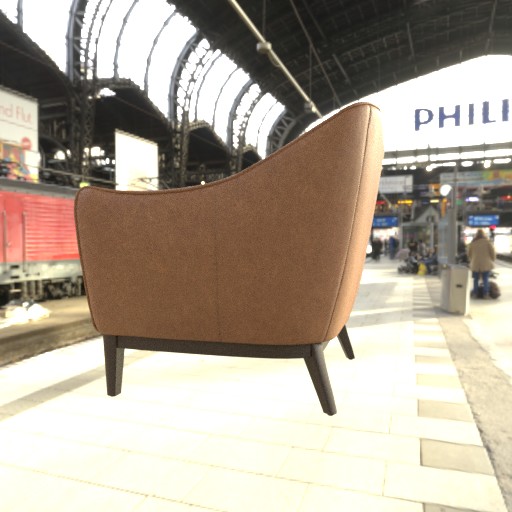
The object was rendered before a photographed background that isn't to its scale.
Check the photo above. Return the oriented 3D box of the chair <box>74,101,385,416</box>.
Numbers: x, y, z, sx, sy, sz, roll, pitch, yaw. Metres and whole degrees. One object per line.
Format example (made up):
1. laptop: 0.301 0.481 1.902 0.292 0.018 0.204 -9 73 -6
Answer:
1. chair: 0.000 0.000 1.545 0.852 0.830 0.871 1 2 17
